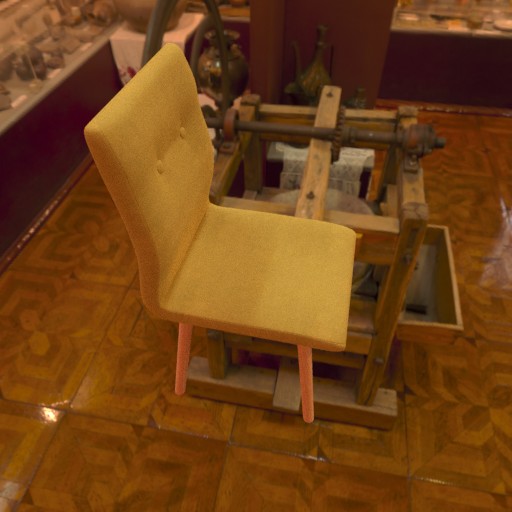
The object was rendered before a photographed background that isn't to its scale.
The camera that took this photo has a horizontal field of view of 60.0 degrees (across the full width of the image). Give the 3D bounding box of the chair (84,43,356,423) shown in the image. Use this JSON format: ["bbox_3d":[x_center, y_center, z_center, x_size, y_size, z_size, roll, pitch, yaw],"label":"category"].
[{"bbox_3d":[0.000,0.000,1.250,0.550,0.965,0.450,9,46,9],"label":"chair"}]
